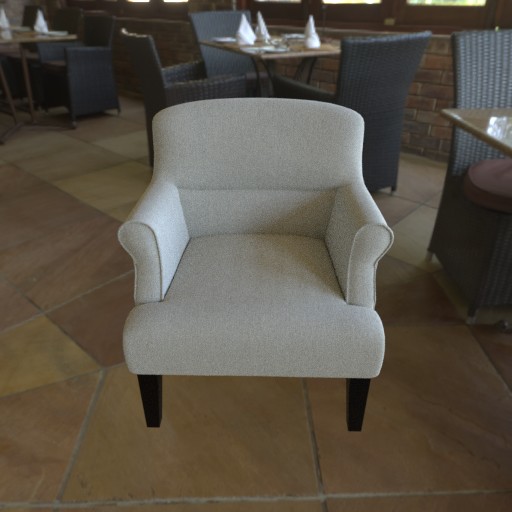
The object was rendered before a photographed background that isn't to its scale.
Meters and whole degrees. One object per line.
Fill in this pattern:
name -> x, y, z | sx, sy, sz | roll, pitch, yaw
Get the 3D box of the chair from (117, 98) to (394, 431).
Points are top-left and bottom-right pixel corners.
chair -> 0.000, 0.000, 1.473 | 0.781, 0.875, 0.750 | 1, 31, 1
